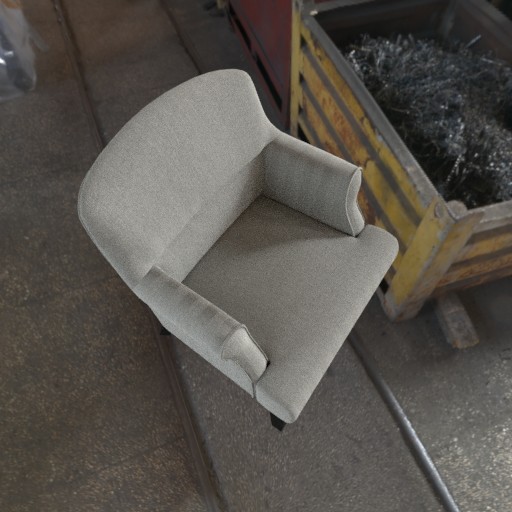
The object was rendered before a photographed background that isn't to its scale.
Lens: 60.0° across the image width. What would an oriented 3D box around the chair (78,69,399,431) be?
[{"bbox_3d":[0.000,0.000,1.466,0.755,0.880,0.772,30,62,18],"label":"chair"}]
